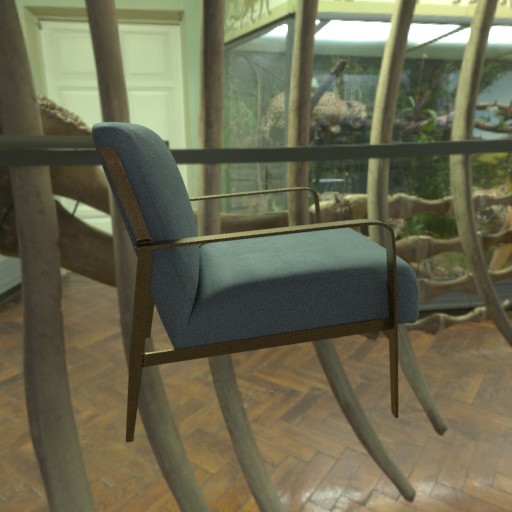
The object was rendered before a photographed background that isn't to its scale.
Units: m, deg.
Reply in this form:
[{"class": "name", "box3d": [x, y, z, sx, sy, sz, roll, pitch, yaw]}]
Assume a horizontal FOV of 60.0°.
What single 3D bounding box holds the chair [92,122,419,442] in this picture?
[{"class": "chair", "box3d": [0.000, 0.000, 1.432, 0.842, 0.824, 0.701, -2, 16, -9]}]
